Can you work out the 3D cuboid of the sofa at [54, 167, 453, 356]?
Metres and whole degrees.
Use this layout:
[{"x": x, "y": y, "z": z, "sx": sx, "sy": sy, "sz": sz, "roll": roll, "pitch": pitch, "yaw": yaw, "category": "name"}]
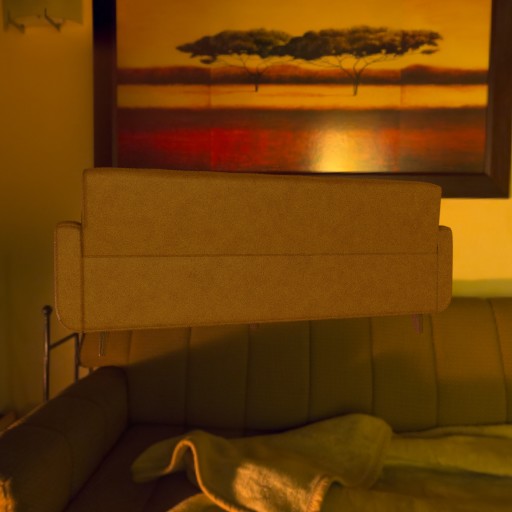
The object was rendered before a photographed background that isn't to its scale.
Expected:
[{"x": 0.000, "y": 0.000, "z": 2.685, "sx": 2.137, "sy": 0.892, "sz": 0.980, "roll": -1, "pitch": 2, "yaw": -17, "category": "sofa"}]
